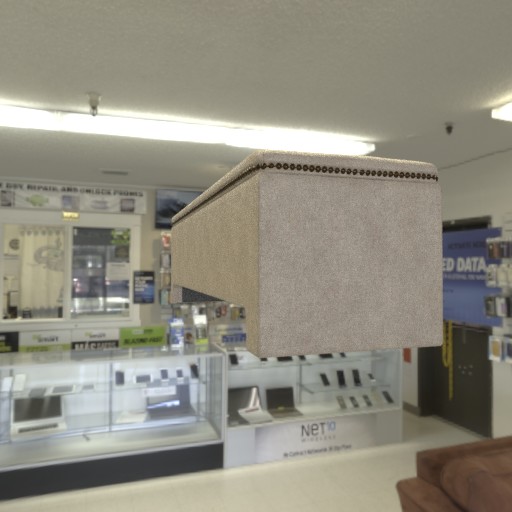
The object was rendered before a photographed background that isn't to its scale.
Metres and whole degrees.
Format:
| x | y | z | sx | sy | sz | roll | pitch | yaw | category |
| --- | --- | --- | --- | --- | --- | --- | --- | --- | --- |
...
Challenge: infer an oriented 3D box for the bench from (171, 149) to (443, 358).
| x | y | z | sx | sy | sz | roll | pitch | yaw | category |
| --- | --- | --- | --- | --- | --- | --- | --- | --- | --- |
| 0.000 | 0.000 | 1.668 | 0.470 | 0.447 | 1.482 | 0 | -1 | -18 | bench |
